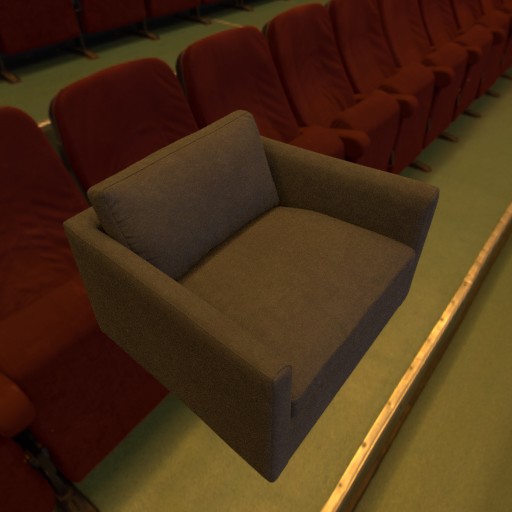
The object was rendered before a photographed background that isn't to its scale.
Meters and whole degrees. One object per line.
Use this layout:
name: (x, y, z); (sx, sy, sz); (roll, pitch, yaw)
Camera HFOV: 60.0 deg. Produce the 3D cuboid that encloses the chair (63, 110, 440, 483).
chair: (0.000, 0.000, 1.892); (1.091, 0.845, 1.190); (27, 47, 28)
